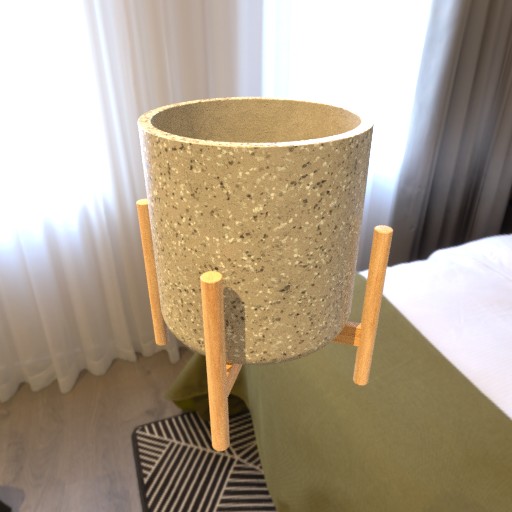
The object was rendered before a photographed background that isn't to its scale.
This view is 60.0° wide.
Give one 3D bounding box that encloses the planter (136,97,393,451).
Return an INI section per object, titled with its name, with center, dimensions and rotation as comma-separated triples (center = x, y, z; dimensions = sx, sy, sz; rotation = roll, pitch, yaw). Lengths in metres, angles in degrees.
[planter]
center = 0.000, 0.000, 0.683
dimensions = 0.360, 0.419, 0.360
rotation = 21, 35, 33
